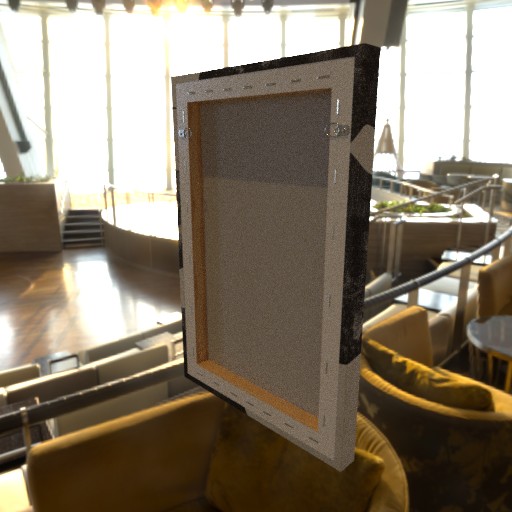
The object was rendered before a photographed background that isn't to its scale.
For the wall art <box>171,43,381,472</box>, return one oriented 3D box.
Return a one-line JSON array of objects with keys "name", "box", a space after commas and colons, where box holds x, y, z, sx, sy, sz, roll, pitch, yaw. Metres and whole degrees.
[{"name": "wall art", "box": [0.000, 0.000, 0.760, 0.039, 0.610, 0.407, -14, 20, -43]}]
